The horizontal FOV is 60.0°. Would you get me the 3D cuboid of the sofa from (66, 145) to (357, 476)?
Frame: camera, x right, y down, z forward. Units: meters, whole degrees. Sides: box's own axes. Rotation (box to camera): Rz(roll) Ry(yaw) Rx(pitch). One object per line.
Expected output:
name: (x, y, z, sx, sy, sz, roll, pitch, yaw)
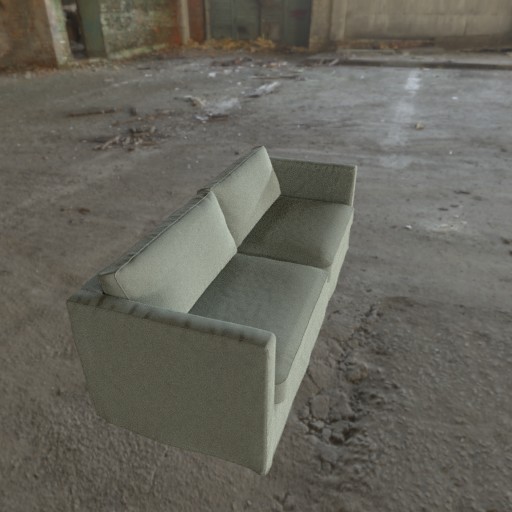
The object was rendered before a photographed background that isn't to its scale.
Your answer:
sofa: (0.000, 0.000, 2.831, 0.962, 0.853, 2.312, 10, 31, 17)
